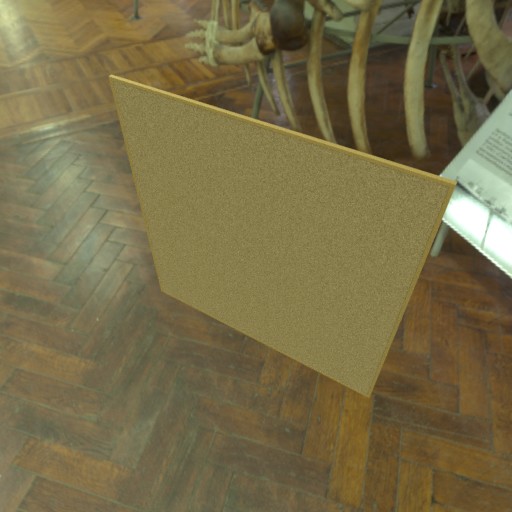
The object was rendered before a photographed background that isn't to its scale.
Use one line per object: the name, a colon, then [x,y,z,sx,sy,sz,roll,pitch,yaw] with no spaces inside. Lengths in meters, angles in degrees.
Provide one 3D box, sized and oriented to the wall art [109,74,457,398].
wall art: [0.000,0.000,1.429,0.962,0.959,0.013,24,51,21]
